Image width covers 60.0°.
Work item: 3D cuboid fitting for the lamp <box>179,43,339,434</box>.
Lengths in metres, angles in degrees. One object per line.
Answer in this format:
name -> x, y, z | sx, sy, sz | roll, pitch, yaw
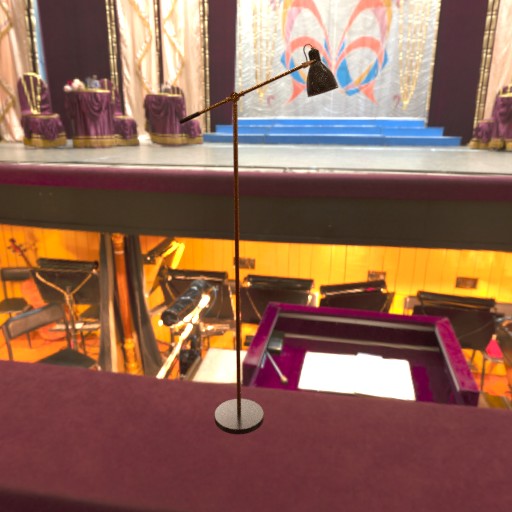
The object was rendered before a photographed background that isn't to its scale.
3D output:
lamp -> 0.000, 0.000, 1.874 | 0.618, 1.628, 0.235 | 3, 17, 9
